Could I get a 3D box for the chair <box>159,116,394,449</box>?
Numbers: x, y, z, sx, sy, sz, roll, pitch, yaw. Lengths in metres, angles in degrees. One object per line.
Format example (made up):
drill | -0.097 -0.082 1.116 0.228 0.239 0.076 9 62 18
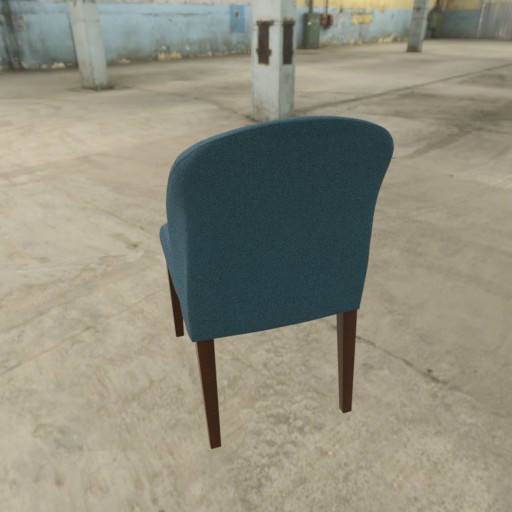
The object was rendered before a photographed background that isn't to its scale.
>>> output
chair | 0.000 0.000 1.275 0.507 0.879 0.620 -9 29 -16
